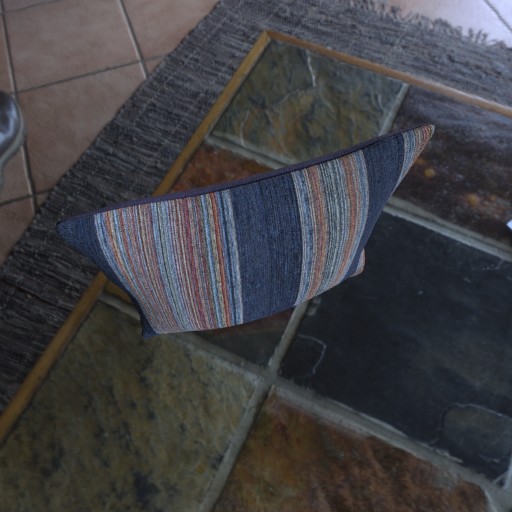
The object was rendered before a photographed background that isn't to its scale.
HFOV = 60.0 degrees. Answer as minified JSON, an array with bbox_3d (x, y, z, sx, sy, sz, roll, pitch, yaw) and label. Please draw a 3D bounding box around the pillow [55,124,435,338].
[{"bbox_3d":[0.000,0.000,0.660,0.437,0.419,0.136,-16,65,-8],"label":"pillow"}]
